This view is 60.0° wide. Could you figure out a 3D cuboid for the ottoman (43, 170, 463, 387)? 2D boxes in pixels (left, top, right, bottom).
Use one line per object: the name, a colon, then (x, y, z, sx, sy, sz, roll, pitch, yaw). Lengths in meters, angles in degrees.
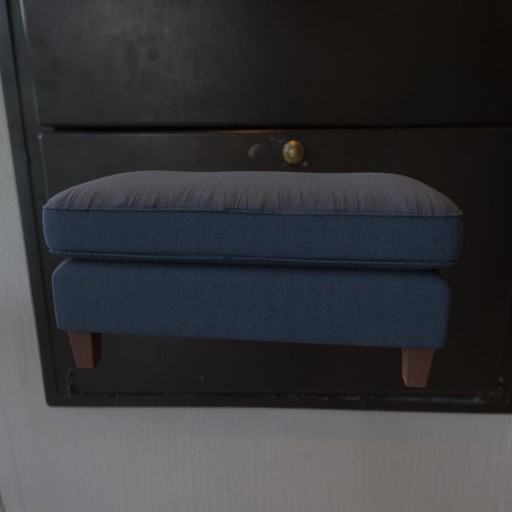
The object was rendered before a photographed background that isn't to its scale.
ottoman: (0.000, 0.000, 1.191, 0.885, 0.438, 0.570, 2, 16, 6)
